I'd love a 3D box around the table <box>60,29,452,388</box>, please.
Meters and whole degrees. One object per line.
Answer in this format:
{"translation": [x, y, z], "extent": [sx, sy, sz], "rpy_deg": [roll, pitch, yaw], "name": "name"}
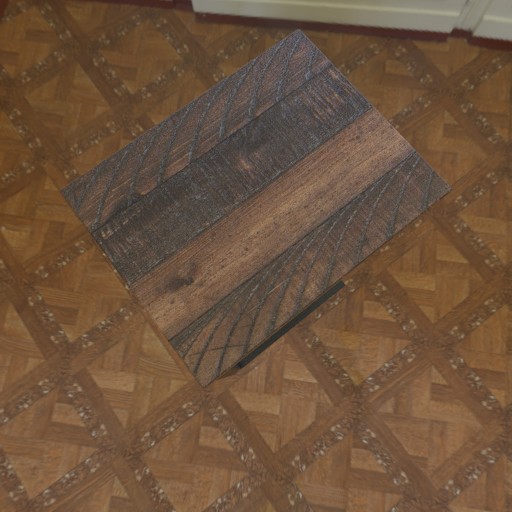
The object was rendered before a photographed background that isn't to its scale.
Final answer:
{"translation": [0.000, 0.000, 0.935], "extent": [0.414, 0.718, 0.323], "rpy_deg": [-37, 79, -9], "name": "table"}
